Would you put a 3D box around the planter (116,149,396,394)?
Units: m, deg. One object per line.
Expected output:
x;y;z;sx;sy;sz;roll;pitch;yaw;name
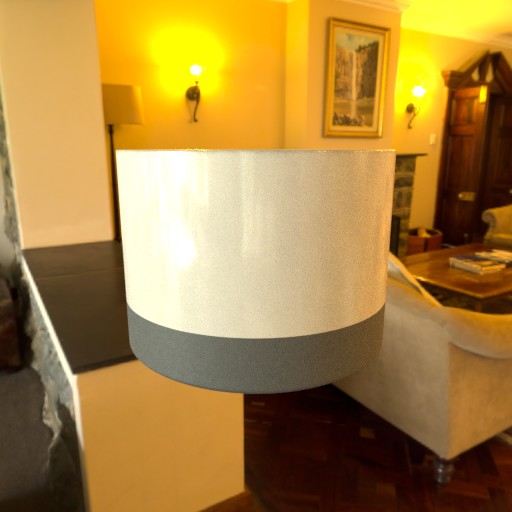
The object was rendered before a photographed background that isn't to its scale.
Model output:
0.000;0.000;0.224;0.128;0.105;0.128;0;14;0;planter
